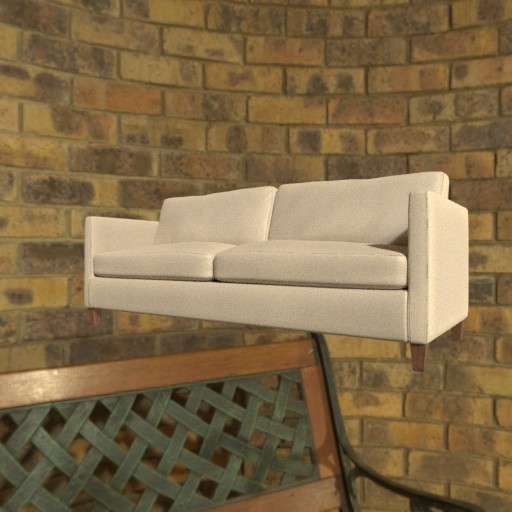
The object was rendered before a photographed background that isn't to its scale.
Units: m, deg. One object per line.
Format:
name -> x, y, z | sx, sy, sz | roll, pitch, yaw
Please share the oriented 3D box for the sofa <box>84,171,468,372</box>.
sofa -> 0.000, 0.000, 2.843 | 2.361, 0.968, 0.951 | 0, 0, 34
